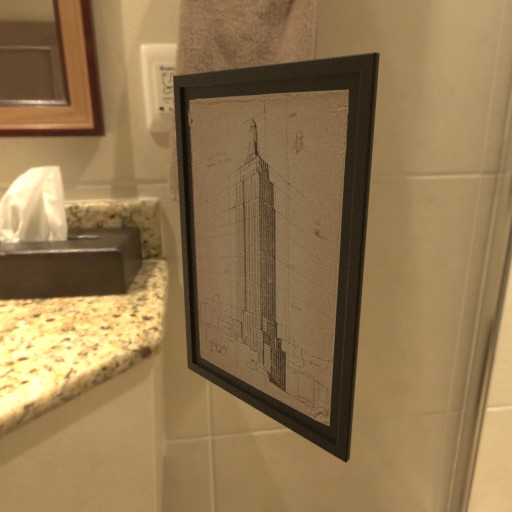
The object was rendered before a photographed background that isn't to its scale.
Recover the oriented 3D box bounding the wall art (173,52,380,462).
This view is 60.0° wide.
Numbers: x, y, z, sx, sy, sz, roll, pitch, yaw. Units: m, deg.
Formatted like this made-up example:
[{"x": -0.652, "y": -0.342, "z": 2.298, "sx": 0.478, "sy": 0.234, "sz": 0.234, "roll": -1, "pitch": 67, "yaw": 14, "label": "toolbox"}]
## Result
[{"x": 0.000, "y": 0.000, "z": 0.836, "sx": 0.451, "sy": 0.661, "sz": 0.012, "roll": 16, "pitch": 23, "yaw": 42, "label": "wall art"}]
